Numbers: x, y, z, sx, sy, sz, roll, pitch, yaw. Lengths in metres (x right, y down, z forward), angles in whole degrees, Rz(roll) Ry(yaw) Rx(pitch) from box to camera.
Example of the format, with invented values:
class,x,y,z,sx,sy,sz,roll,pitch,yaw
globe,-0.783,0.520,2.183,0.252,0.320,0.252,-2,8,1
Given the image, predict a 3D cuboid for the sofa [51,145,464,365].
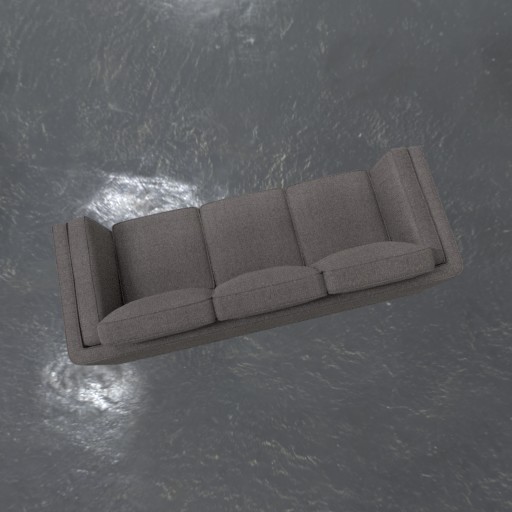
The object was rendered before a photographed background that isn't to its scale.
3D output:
class,x,y,z,sx,sy,sz,roll,pitch,yaw
sofa,0.000,0.000,2.863,2.362,0.899,0.903,-13,76,-3
